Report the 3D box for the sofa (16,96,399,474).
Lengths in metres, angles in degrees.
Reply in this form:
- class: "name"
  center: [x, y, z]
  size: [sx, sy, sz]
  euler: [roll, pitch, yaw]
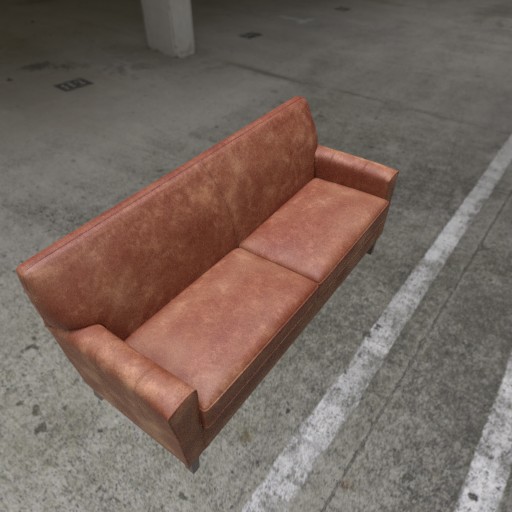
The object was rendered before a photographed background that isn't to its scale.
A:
- class: "sofa"
  center: [0.000, 0.000, 2.429]
  size: [0.805, 0.947, 2.053]
  euler: [26, 48, 26]
